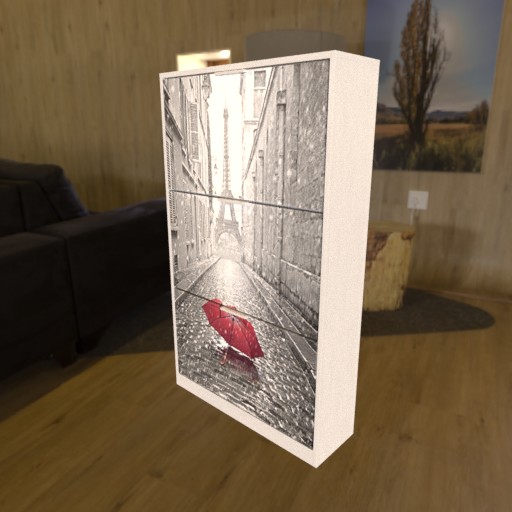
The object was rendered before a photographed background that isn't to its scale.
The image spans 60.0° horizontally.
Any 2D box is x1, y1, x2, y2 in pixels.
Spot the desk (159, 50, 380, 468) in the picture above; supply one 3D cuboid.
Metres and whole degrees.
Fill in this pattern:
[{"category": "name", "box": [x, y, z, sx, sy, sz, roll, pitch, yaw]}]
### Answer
[{"category": "desk", "box": [0.000, 0.000, 1.622, 0.750, 1.280, 0.250, 14, 21, 40]}]
